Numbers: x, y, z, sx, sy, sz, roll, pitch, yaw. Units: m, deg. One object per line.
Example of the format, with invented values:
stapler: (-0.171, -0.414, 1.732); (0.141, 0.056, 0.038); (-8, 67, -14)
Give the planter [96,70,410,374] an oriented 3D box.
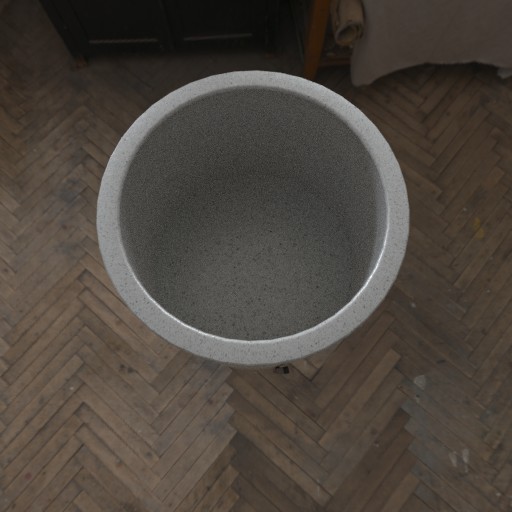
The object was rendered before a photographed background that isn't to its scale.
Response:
planter: (0.000, 0.000, 0.735); (0.368, 0.484, 0.359); (-42, 79, -10)
